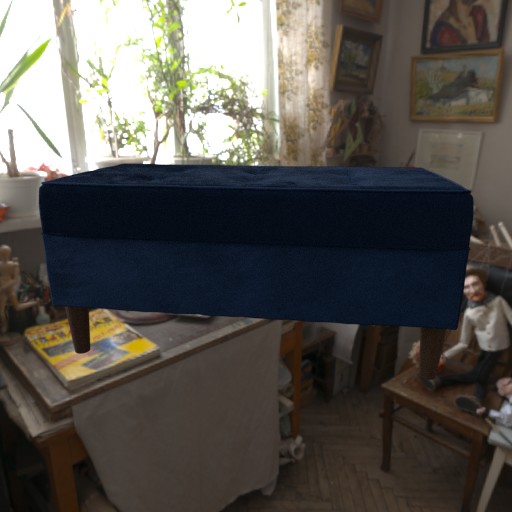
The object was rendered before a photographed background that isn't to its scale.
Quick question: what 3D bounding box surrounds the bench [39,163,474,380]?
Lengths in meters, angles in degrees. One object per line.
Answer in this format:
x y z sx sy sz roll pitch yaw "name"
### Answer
0.000 0.000 1.271 1.010 0.467 0.489 2 17 7 "bench"
